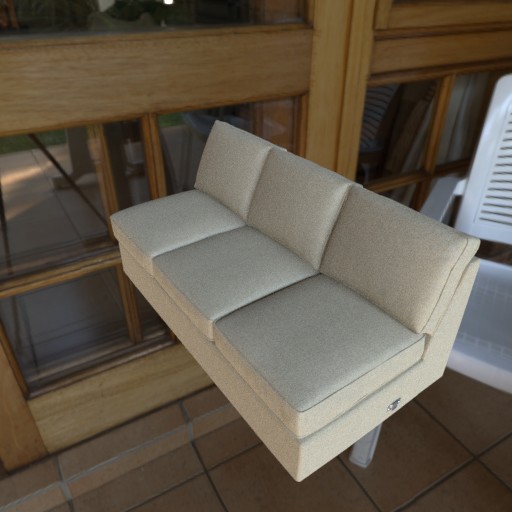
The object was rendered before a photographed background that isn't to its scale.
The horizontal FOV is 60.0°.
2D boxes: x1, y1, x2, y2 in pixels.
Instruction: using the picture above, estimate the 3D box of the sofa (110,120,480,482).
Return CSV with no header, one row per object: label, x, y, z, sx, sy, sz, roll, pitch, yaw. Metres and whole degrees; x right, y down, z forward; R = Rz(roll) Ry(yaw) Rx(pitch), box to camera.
sofa,0.000,0.000,2.486,1.027,0.973,1.962,-21,38,-29
